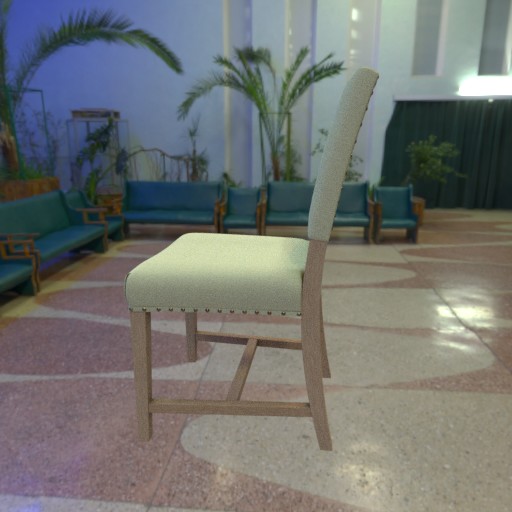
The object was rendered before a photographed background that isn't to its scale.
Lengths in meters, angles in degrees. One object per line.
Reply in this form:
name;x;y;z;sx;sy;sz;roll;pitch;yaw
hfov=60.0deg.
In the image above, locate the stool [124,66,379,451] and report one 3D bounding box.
stool;0.000;0.000;1.330;0.623;0.986;0.508;2;15;8
